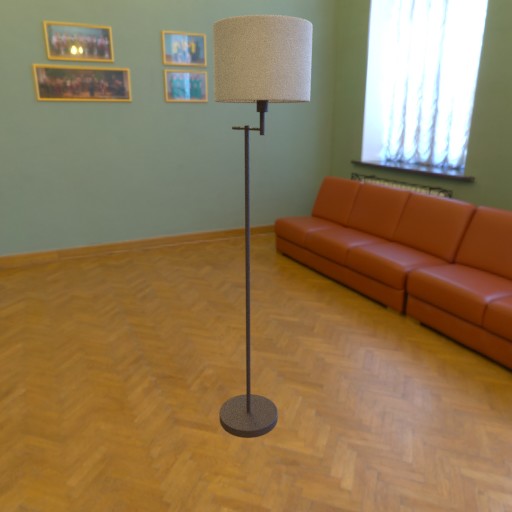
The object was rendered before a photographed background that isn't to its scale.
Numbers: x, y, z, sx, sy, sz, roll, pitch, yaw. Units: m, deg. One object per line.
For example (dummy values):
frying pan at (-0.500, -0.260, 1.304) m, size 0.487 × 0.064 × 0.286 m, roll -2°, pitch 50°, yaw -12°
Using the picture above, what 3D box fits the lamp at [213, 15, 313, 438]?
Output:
lamp at (0.000, 0.000, 1.723) m, size 0.324 × 1.600 × 0.416 m, roll -9°, pitch 20°, yaw -26°
